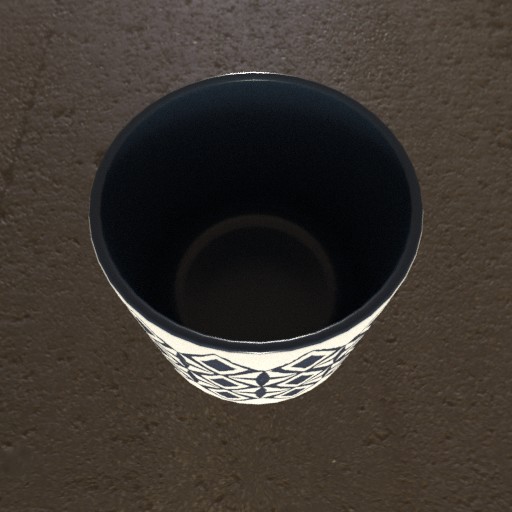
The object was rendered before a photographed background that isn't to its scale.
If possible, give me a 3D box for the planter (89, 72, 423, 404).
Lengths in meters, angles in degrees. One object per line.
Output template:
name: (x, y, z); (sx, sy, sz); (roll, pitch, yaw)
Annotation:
planter: (0.000, 0.000, 0.275); (0.159, 0.144, 0.159); (0, 64, 0)
